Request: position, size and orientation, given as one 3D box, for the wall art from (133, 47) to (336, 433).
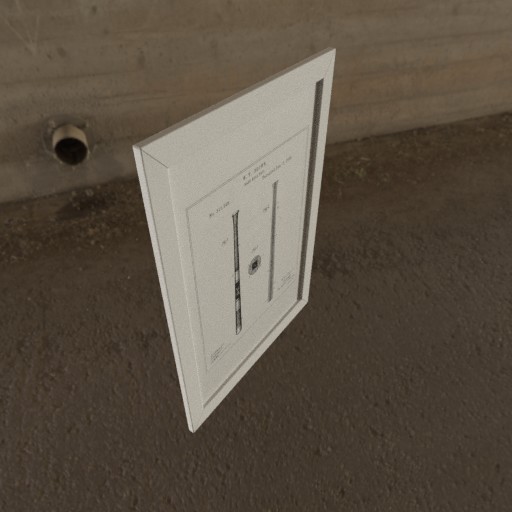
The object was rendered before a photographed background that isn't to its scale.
[{"bbox_3d":[0.000,0.000,0.694,0.012,0.529,0.374,25,47,26],"label":"wall art"}]
